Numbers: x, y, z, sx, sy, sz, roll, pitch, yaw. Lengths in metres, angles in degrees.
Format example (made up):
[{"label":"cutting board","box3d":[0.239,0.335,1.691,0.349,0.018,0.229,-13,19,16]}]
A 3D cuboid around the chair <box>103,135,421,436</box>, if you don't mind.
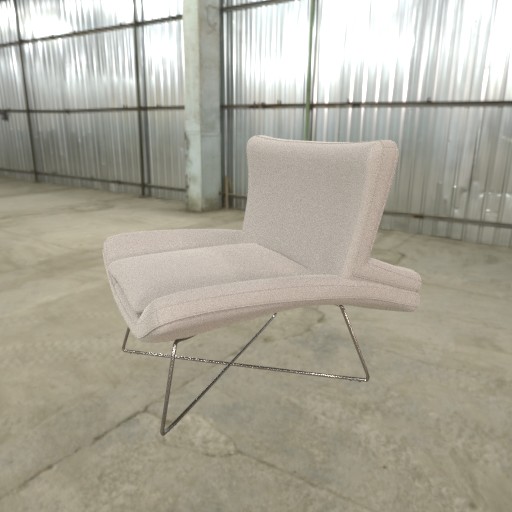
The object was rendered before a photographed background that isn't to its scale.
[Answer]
[{"label":"chair","box3d":[0.000,0.000,1.658,1.008,0.855,0.859,-8,18,-26]}]
